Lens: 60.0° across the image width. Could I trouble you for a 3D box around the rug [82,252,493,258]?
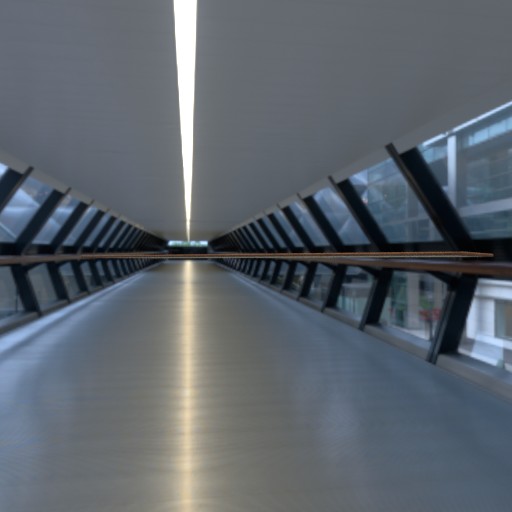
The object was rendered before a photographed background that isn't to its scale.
[{"bbox_3d":[0.000,0.000,2.663,2.439,0.017,0.764,0,-1,36],"label":"rug"}]
